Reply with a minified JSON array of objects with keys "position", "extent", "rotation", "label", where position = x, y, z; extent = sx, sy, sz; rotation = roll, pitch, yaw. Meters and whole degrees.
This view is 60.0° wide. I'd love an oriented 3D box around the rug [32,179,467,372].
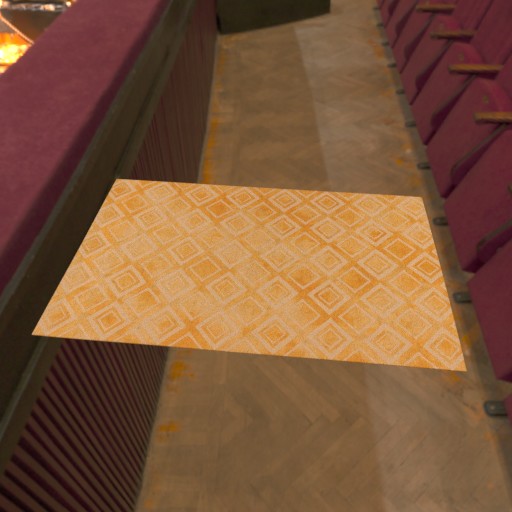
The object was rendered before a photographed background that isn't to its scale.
[{"position":[0.000,0.000,2.975],"extent":[2.424,0.010,1.511],"rotation":[4,46,4],"label":"rug"}]
